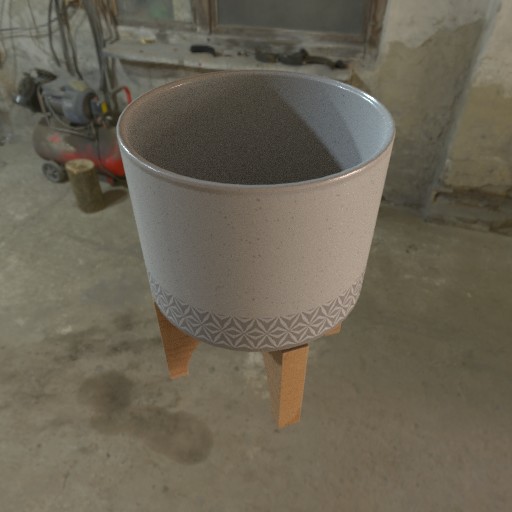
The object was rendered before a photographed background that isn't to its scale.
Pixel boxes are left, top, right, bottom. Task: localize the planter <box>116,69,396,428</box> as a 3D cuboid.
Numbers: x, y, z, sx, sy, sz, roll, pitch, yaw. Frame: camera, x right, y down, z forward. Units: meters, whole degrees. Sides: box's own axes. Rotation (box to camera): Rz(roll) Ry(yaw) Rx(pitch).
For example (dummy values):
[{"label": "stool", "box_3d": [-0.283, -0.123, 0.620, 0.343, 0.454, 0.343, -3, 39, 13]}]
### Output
[{"label": "planter", "box_3d": [0.000, 0.000, 0.269, 0.130, 0.178, 0.130, 0, 41, 0]}]
